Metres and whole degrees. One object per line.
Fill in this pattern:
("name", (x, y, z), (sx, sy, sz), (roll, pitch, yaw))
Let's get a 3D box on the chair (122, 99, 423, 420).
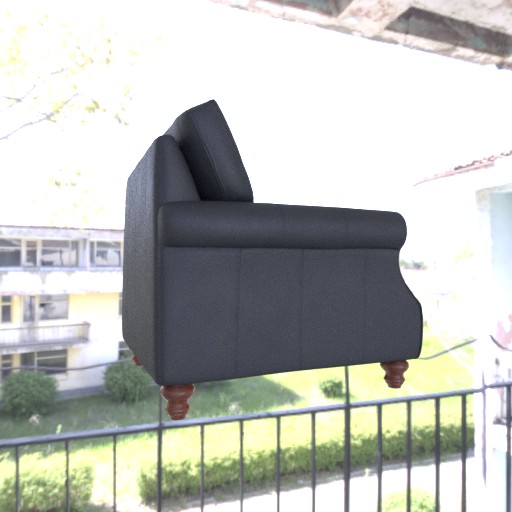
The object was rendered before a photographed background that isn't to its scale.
("chair", (0.000, 0.000, 1.799), (1.027, 0.960, 1.015), (0, 0, -18))
